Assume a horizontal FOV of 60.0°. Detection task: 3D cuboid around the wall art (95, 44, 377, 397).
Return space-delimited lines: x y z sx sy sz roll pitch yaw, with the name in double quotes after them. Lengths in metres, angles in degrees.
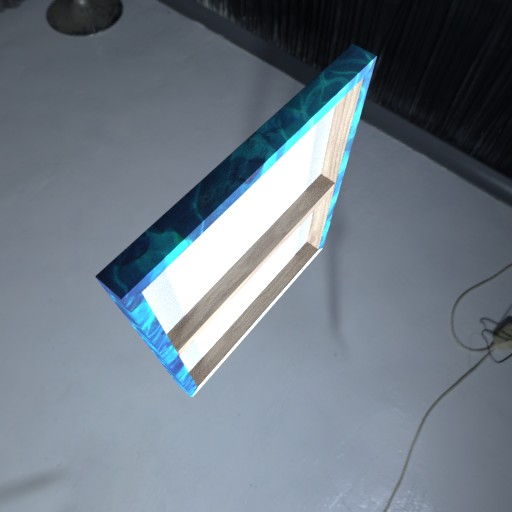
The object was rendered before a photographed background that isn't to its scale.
0.000 0.000 0.716 0.038 0.508 0.432 37 68 17 "wall art"
